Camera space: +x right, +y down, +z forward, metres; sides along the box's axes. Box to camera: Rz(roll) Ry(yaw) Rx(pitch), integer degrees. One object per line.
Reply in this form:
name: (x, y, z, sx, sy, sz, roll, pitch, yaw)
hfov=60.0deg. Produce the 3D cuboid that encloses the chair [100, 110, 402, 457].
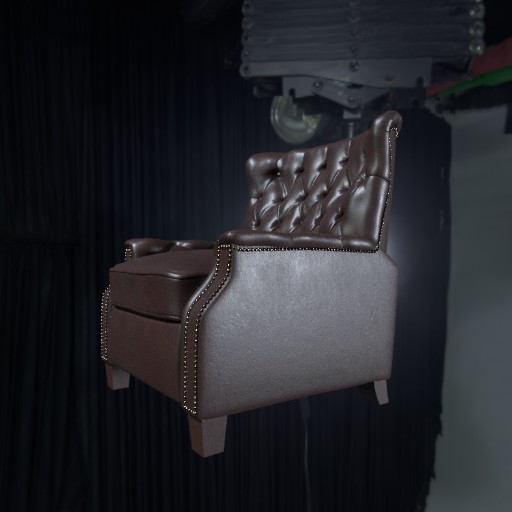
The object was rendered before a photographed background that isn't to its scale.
chair: (0.000, 0.000, 1.432, 0.823, 0.864, 0.709, 0, 0, -36)
